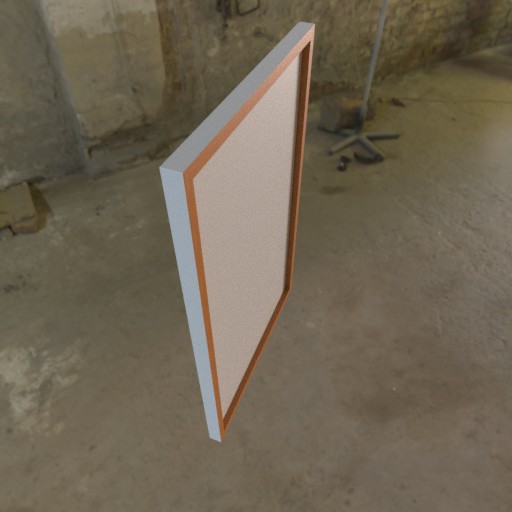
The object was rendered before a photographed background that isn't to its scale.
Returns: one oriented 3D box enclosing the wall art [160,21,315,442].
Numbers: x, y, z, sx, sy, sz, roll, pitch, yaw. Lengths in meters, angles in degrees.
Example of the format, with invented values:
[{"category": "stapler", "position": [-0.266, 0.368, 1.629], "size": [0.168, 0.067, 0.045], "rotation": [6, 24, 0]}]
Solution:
[{"category": "wall art", "position": [0.000, 0.000, 1.122], "size": [0.037, 0.916, 0.610], "rotation": [16, 48, 15]}]
